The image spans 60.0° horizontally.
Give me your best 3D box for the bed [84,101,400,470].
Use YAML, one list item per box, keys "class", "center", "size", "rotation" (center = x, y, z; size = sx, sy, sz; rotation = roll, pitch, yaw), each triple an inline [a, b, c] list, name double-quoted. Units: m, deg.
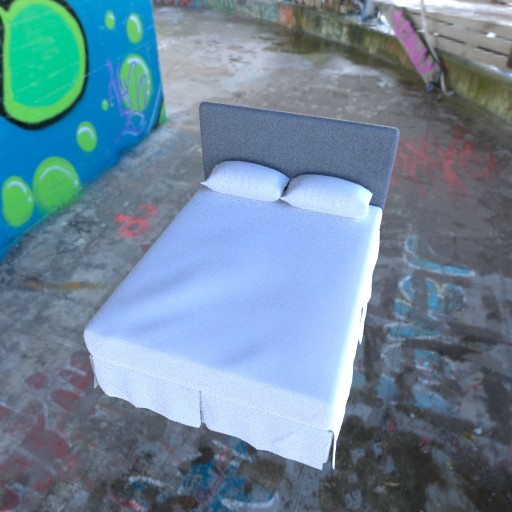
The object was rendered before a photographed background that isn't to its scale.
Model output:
- class: "bed"
  center: [0.000, 0.000, 3.229]
  size: [1.723, 1.330, 2.142]
  rotation: [13, 42, 14]
